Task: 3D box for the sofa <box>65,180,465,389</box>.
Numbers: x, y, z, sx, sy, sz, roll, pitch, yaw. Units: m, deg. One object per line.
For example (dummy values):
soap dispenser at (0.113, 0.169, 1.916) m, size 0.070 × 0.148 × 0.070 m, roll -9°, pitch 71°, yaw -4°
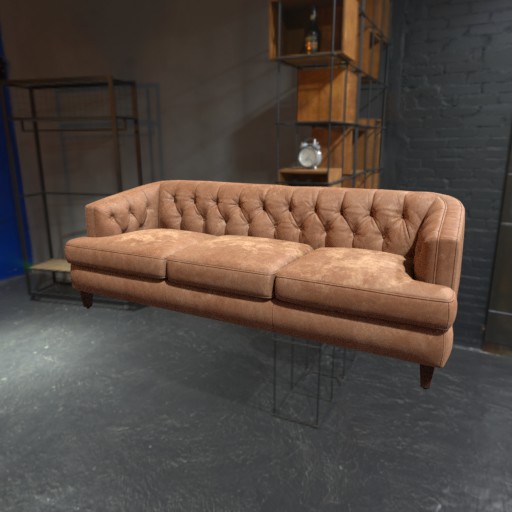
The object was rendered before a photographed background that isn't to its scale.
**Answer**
sofa at (0.000, 0.000, 2.646) m, size 2.257 × 0.791 × 0.922 m, roll 7°, pitch 16°, yaw 27°
